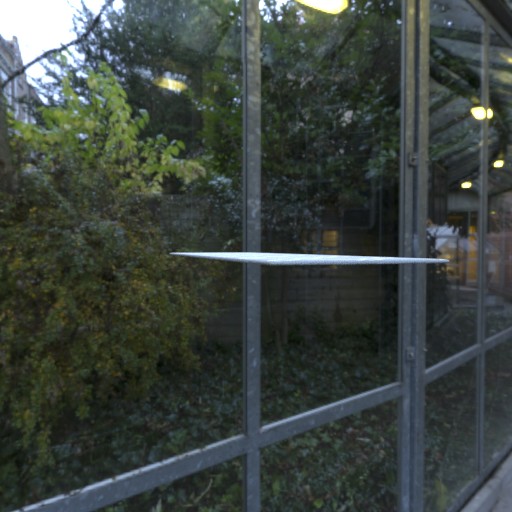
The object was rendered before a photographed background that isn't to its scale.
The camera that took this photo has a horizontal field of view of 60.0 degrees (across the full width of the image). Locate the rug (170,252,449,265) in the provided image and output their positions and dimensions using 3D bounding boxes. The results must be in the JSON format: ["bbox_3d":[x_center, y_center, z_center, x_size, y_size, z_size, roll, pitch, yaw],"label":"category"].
[{"bbox_3d":[0.000,0.000,2.529,0.678,0.014,2.276,0,1,-19],"label":"rug"}]
